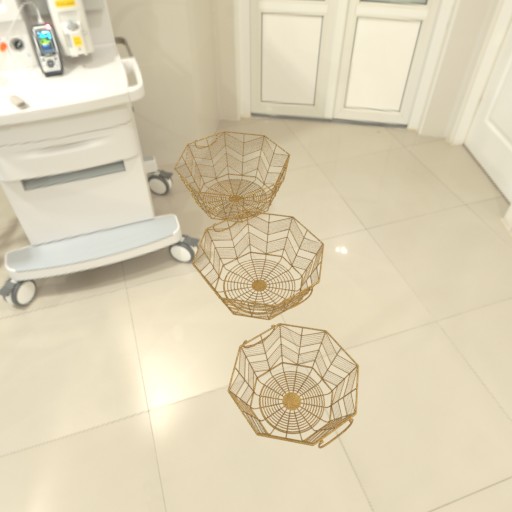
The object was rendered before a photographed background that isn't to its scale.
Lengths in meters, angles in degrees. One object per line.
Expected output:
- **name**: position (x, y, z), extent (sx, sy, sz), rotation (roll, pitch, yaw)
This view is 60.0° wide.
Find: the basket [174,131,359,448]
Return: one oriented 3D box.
- **basket**: position (0.000, 0.000, 1.414), extent (0.432, 0.178, 1.245), rotation (-9, 47, -8)
